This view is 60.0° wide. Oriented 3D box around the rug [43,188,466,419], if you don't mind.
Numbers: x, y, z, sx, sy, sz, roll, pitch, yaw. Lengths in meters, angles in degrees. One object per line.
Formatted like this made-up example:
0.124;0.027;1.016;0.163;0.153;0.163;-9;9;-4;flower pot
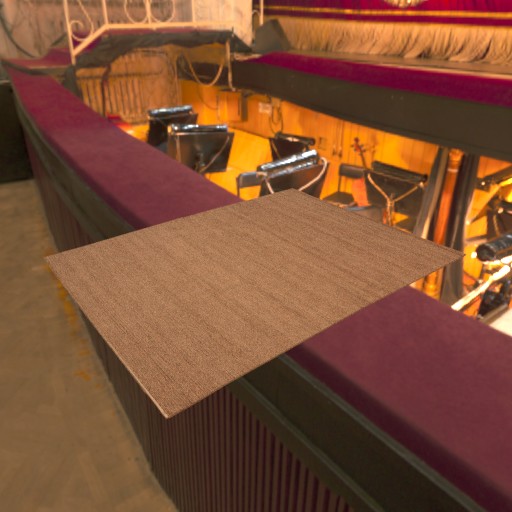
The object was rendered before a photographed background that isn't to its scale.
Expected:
0.000;0.000;4.949;3.778;0.053;2.873;-20;34;-33;rug
